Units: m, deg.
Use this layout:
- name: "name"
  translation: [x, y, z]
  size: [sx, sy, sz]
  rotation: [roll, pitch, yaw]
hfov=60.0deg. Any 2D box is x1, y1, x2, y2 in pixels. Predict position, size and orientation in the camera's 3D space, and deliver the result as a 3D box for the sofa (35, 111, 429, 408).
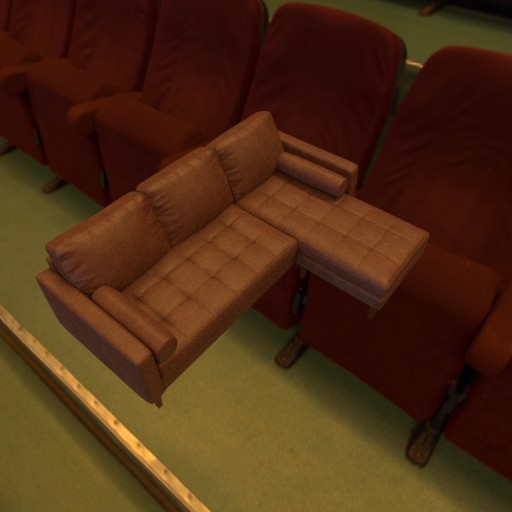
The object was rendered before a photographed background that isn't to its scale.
- name: "sofa"
  translation: [0.000, 0.000, 2.933]
  size: [1.613, 0.841, 2.185]
  rotation: [31, 54, 25]
